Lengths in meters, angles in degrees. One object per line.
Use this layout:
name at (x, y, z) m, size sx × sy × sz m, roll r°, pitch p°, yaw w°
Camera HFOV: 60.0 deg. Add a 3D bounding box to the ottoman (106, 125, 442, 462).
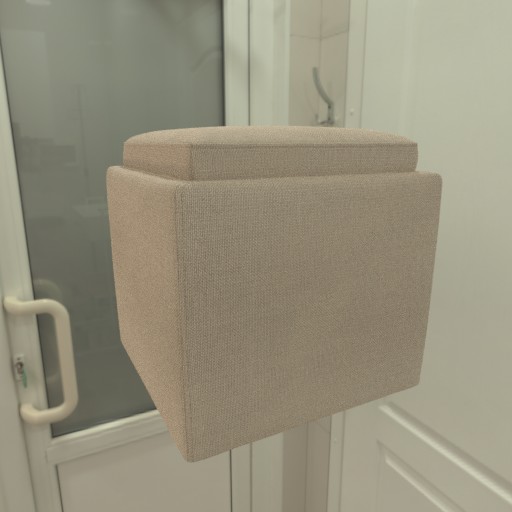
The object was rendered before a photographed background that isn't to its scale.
ottoman at (0.000, 0.000, 0.819) m, size 0.450 × 0.460 × 0.451 m, roll -8°, pitch 16°, yaw -27°
